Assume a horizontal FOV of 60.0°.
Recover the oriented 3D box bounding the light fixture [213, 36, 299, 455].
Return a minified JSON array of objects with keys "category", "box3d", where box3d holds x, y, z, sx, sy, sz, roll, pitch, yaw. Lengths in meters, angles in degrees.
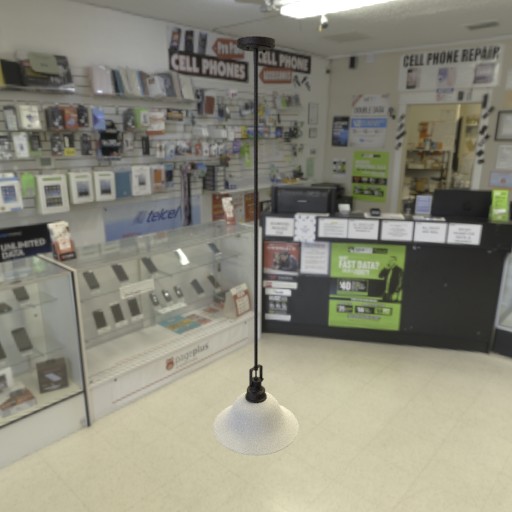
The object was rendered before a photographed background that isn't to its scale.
[{"category":"light fixture","box3d":[0.000,0.000,1.502,0.324,1.337,0.324,15,21,42]}]
